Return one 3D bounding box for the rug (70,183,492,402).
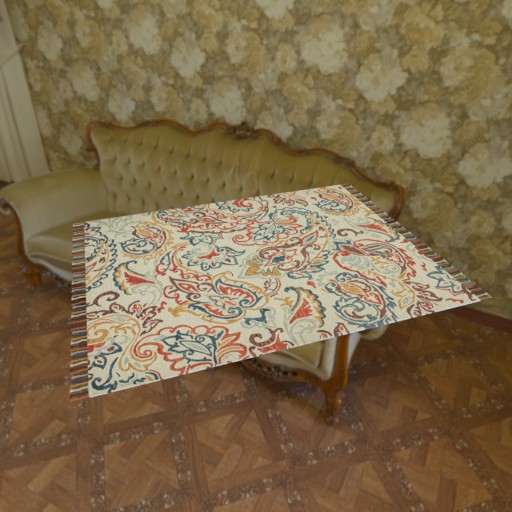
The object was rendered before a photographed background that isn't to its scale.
[{"bbox_3d":[0.000,0.000,4.170,3.274,0.015,2.439,-10,34,-16],"label":"rug"}]
